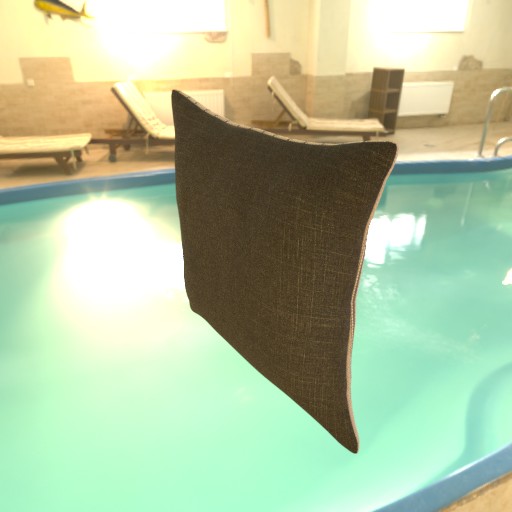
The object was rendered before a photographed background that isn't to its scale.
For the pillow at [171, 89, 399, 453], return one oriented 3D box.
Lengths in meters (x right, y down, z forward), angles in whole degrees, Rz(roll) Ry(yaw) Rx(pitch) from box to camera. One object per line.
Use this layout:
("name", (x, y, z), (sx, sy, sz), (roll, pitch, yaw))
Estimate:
("pillow", (0.000, 0.000, 0.686), (0.138, 0.444, 0.468), (-19, 33, -32))
